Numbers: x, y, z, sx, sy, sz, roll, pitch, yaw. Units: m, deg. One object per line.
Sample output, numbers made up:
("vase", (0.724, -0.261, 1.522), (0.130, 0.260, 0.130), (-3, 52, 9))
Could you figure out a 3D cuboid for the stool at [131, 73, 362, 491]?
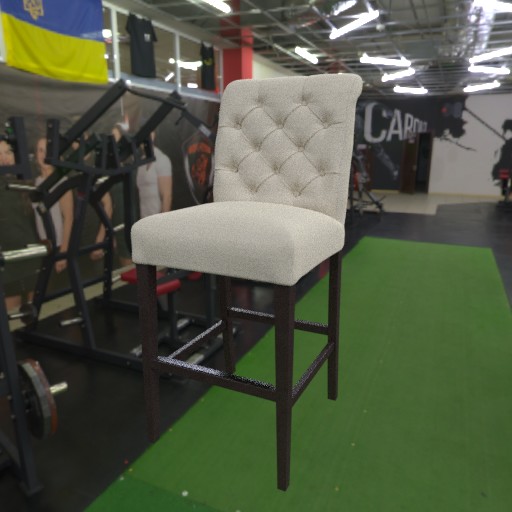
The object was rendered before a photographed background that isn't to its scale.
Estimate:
("stool", (0.000, 0.000, 1.390), (0.482, 1.118, 0.610), (7, 16, 25))
